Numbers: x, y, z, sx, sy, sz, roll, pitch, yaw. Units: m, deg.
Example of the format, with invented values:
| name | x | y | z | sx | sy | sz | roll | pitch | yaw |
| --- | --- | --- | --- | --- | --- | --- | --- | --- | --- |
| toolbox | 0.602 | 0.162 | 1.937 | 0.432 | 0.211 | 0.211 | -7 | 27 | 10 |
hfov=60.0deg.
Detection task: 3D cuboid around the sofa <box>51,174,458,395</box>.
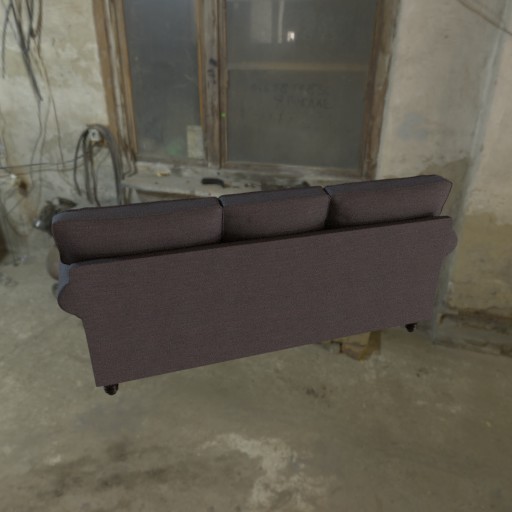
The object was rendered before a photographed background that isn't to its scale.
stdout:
| name | x | y | z | sx | sy | sz | roll | pitch | yaw |
| --- | --- | --- | --- | --- | --- | --- | --- | --- | --- |
| sofa | 0.000 | 0.000 | 2.607 | 2.084 | 0.966 | 0.909 | -8 | 27 | -16 |
